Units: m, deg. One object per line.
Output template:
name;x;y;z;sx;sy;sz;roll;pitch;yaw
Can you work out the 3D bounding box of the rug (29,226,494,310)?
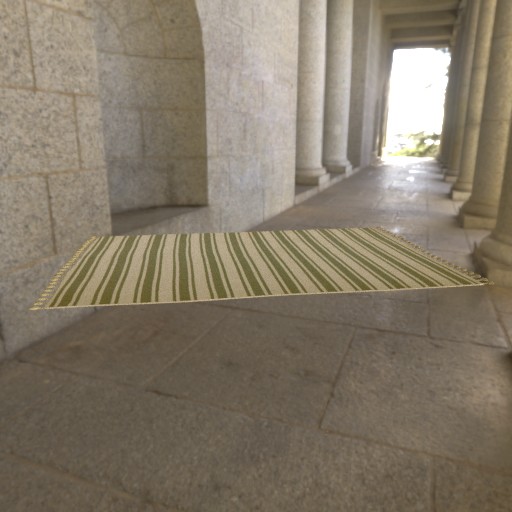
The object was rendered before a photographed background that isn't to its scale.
rug;0.000;0.000;2.284;1.875;0.013;1.162;-2;16;-8
